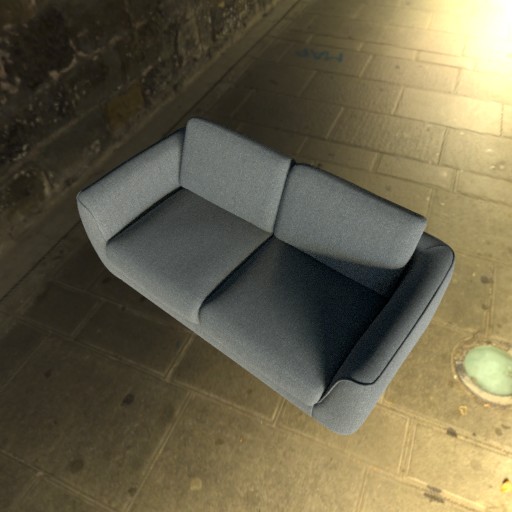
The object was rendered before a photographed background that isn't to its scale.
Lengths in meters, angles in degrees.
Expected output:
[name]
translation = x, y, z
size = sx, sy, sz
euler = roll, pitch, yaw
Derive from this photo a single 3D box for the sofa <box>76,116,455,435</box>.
[sofa]
translation = 0.000, 0.000, 2.230
size = 1.700, 0.870, 0.920
euler = 30, 55, 24
